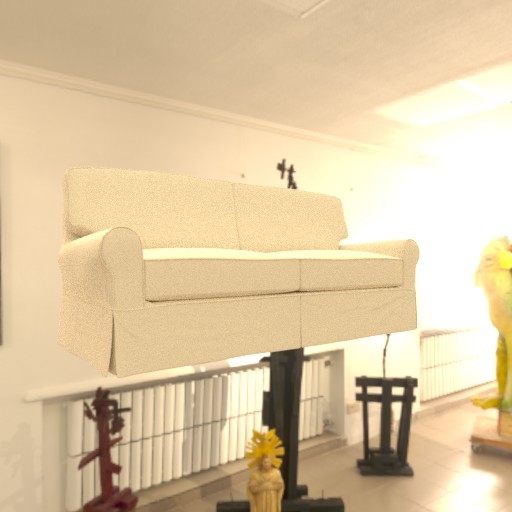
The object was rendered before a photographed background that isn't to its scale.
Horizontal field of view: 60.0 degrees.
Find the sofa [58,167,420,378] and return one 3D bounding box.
[{"bbox_3d":[0.000,0.000,2.561,2.021,0.937,0.862,0,0,-36],"label":"sofa"}]
